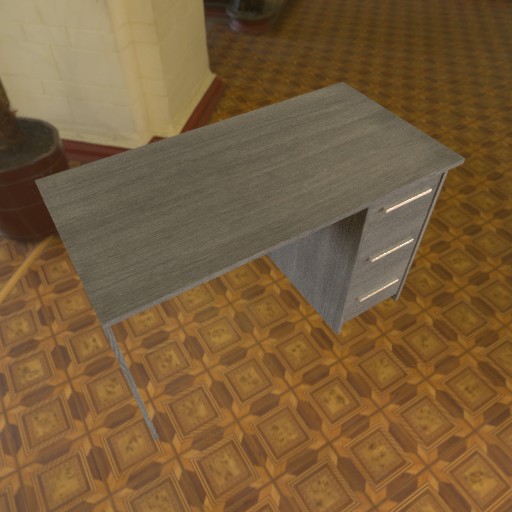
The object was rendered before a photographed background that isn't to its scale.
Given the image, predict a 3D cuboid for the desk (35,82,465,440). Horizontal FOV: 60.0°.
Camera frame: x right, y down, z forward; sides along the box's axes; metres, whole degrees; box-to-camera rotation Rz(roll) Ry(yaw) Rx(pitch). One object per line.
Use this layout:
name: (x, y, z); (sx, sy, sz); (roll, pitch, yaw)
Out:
desk: (0.000, 0.000, 1.535); (1.097, 0.735, 0.560); (-25, 52, -21)
